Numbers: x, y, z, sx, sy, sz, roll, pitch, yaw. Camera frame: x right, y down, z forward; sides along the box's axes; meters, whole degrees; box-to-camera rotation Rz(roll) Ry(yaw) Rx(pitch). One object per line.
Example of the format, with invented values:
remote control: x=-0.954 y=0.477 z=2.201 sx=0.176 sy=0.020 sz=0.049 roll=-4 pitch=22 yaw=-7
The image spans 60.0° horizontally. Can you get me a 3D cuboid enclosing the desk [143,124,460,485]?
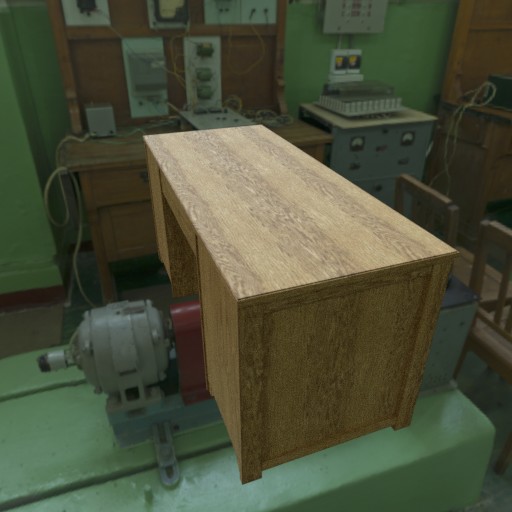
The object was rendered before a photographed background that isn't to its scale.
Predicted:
desk: x=0.000 y=0.000 z=1.992 sx=0.685 sy=0.751 sz=1.567 roll=-11 pitch=32 yaw=-18
